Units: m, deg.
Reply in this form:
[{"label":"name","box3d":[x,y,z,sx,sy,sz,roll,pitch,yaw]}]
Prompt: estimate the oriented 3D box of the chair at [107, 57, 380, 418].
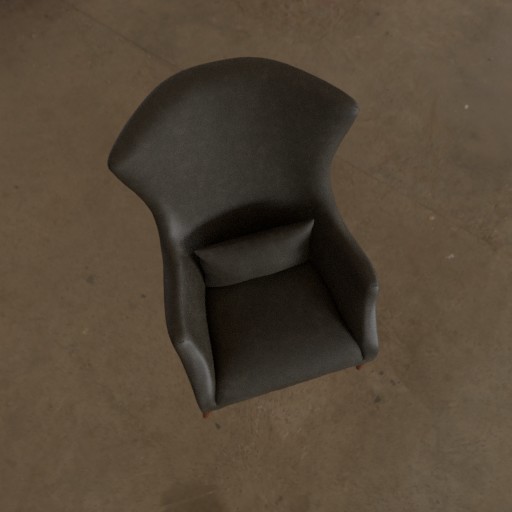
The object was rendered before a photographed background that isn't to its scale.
[{"label":"chair","box3d":[0.000,0.000,1.732,0.819,1.068,0.954,-15,64,-7]}]
